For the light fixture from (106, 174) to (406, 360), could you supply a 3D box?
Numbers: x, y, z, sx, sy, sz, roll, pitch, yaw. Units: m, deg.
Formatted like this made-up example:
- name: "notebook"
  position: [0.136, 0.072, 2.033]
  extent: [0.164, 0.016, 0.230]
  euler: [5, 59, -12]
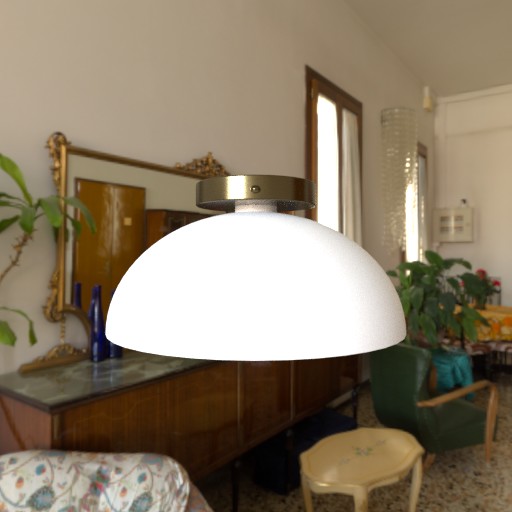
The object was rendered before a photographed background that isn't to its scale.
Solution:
- name: "light fixture"
  position: [0.000, 0.000, 0.552]
  extent: [0.355, 0.177, 0.355]
  euler: [0, 0, 0]
